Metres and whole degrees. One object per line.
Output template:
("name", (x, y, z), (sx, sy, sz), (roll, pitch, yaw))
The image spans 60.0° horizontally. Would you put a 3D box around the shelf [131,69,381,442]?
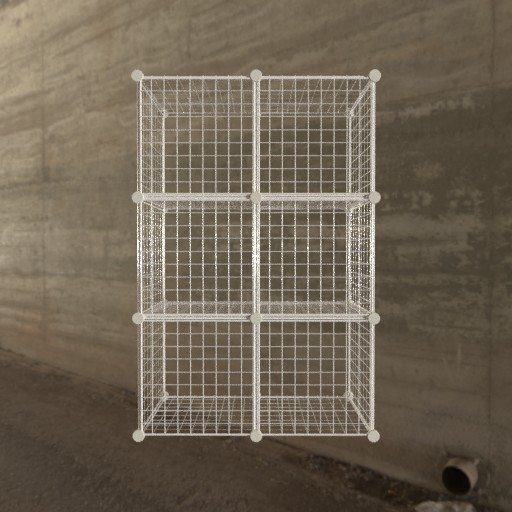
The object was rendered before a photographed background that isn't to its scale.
("shelf", (0.000, 0.000, 1.447), (0.711, 1.067, 0.356), (0, 1, 0))
